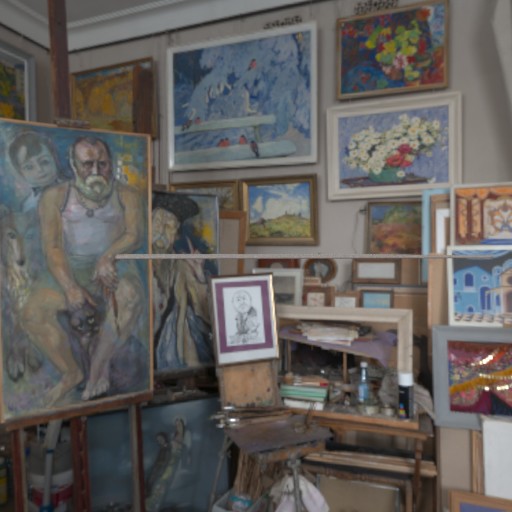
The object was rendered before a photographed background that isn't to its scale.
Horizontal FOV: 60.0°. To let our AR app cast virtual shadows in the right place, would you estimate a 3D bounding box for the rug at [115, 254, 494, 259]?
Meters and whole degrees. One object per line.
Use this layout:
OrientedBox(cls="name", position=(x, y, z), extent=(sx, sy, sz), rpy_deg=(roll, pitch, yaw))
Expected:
OrientedBox(cls="rug", position=(0.000, 0.000, 4.057), extent=(2.434, 0.032, 3.007), rpy_deg=(0, 0, -17))
